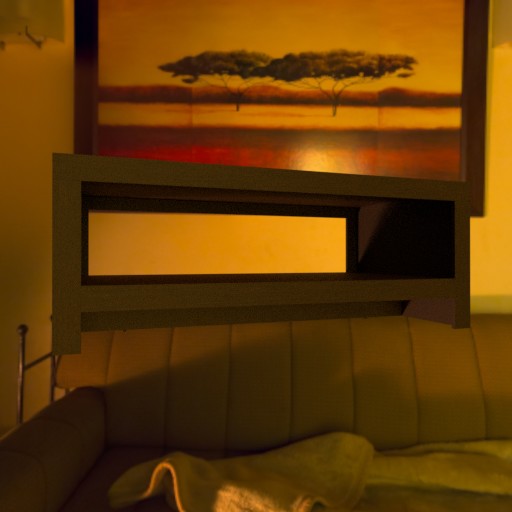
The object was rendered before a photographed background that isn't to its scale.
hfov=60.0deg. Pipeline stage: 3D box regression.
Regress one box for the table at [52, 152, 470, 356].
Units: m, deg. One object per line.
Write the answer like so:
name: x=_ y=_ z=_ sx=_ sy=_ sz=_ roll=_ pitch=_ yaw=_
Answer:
table: x=0.000 y=0.000 z=1.378 sx=1.099 sy=0.424 sz=0.597 roll=0 pitch=0 yaw=-19
